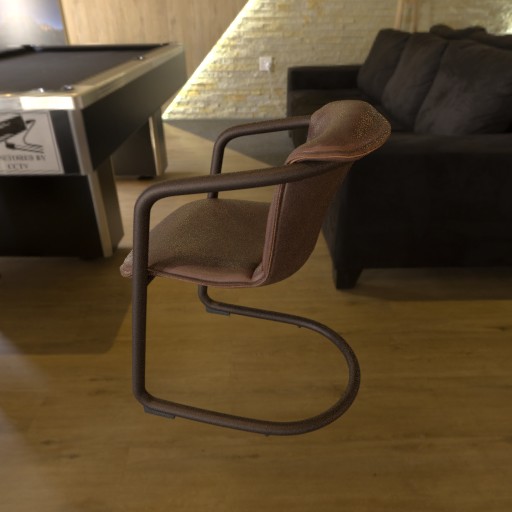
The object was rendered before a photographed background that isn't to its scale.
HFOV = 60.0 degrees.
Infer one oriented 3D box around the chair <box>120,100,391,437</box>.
[{"bbox_3d":[0.000,0.000,1.242,0.664,0.836,0.536,8,30,13],"label":"chair"}]
